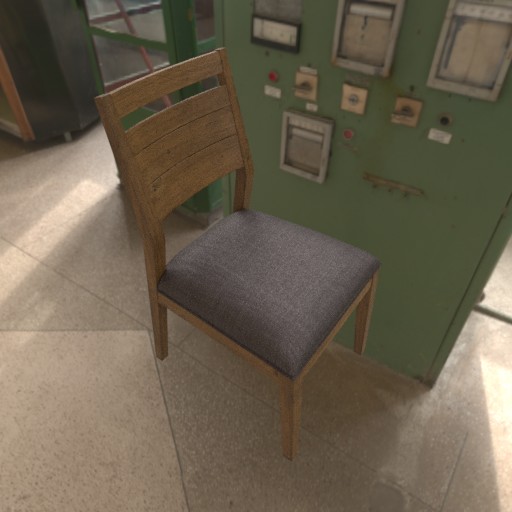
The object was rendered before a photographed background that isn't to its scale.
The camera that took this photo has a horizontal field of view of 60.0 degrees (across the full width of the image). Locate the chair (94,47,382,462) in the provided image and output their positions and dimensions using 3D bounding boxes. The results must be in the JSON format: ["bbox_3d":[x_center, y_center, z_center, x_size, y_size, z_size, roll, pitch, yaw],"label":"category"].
[{"bbox_3d":[0.000,0.000,1.268,0.610,0.939,0.501,25,47,26],"label":"chair"}]
